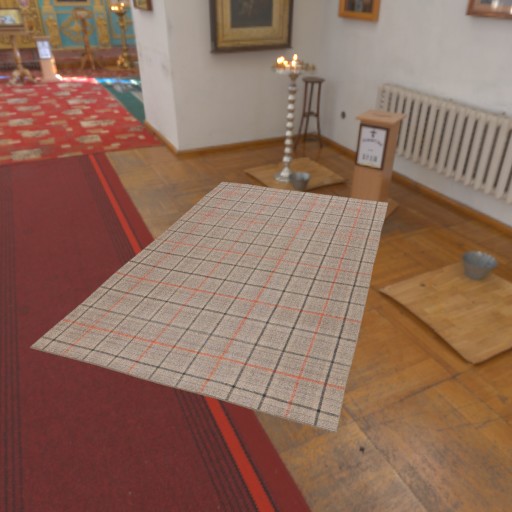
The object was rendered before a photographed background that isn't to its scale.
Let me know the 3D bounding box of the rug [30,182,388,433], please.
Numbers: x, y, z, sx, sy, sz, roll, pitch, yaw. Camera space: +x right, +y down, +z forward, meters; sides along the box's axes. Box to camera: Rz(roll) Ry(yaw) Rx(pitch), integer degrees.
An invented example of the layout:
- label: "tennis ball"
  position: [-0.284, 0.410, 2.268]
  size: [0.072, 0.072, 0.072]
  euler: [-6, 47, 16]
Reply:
- label: "rug"
  position: [0.000, 0.000, 2.975]
  size: [1.524, 0.015, 2.439]
  euler: [10, 31, 17]
